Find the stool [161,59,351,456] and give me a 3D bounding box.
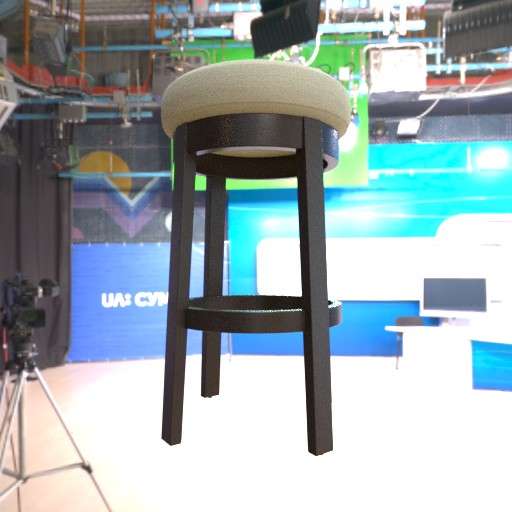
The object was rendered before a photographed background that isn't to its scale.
[{"bbox_3d":[0.000,0.000,1.019,0.446,0.758,0.446,0,0,0],"label":"stool"}]
